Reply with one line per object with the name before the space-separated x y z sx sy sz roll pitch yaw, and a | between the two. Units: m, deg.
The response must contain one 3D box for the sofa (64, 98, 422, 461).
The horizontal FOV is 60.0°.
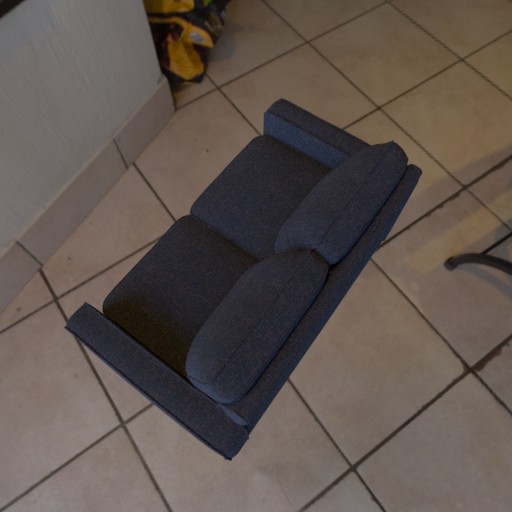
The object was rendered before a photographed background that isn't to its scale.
sofa | 0.000 0.000 2.277 0.947 0.918 1.709 33 69 15
